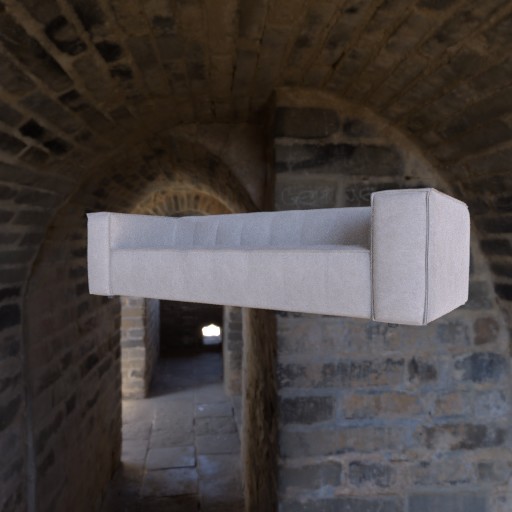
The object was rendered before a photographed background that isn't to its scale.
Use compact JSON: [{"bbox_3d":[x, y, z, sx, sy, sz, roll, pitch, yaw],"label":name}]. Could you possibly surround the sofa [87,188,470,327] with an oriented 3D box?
[{"bbox_3d":[0.000,0.000,3.199,2.697,0.680,1.038,1,1,35],"label":"sofa"}]
